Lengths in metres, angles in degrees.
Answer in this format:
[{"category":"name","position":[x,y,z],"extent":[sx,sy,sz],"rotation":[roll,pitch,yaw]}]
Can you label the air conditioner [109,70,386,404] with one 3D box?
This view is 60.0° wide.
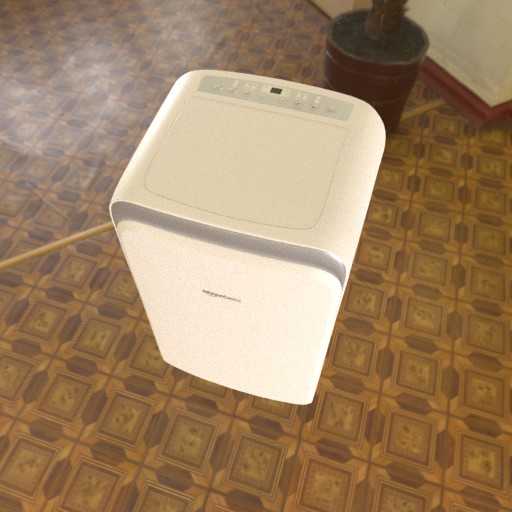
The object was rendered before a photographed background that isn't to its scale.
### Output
[{"category":"air conditioner","position":[0.000,0.000,1.090],"extent":[0.478,0.765,0.467],"rotation":[15,57,10]}]
